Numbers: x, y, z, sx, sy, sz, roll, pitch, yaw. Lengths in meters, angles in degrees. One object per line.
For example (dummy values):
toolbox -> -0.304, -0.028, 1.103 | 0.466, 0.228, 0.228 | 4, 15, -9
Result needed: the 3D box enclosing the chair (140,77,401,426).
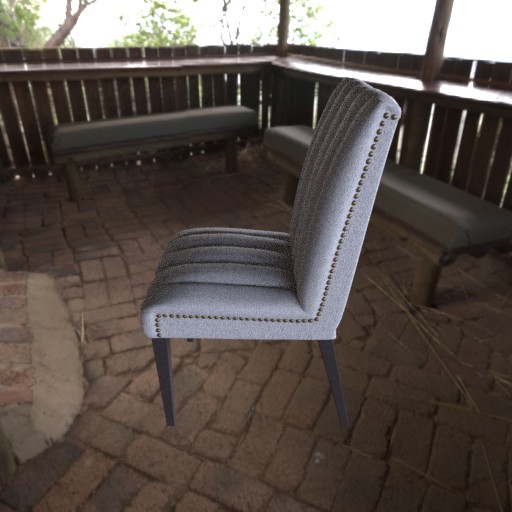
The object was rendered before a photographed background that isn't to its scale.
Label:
chair -> 0.000, 0.000, 1.398 | 0.647, 1.016, 0.511 | 0, 28, 1
